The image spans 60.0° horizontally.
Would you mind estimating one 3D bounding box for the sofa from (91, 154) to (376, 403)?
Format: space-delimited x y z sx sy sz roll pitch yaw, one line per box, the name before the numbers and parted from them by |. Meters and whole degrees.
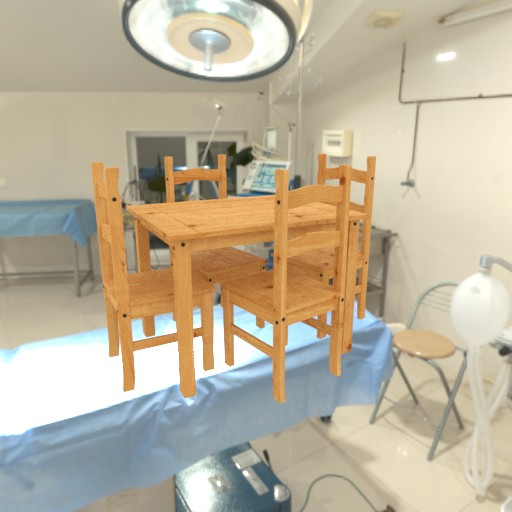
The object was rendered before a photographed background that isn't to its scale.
sofa | 0.000 0.000 2.357 1.529 1.000 1.144 -8 18 -26
